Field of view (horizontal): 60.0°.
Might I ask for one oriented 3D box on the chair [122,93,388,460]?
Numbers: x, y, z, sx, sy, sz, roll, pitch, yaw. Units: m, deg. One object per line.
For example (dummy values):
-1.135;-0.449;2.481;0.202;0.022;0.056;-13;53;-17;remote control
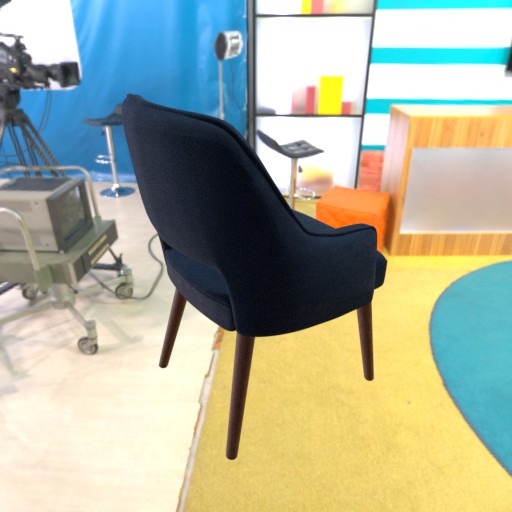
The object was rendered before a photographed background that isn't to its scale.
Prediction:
0.000;0.000;1.203;0.591;0.844;0.559;-18;32;-31;chair
